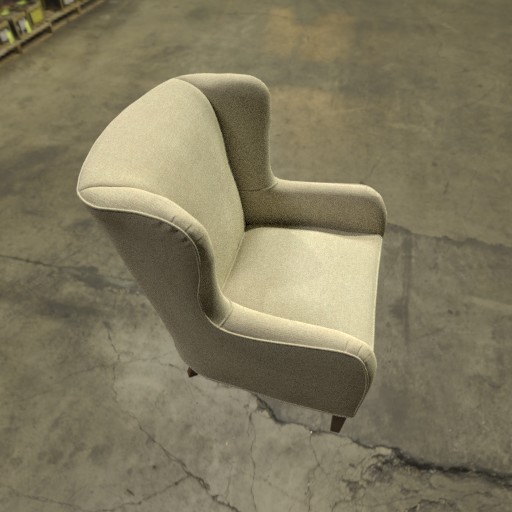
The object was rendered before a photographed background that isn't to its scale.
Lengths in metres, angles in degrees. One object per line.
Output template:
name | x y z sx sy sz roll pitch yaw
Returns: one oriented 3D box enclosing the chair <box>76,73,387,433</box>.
chair | 0.000 0.000 1.687 0.966 1.040 0.838 10 47 10
